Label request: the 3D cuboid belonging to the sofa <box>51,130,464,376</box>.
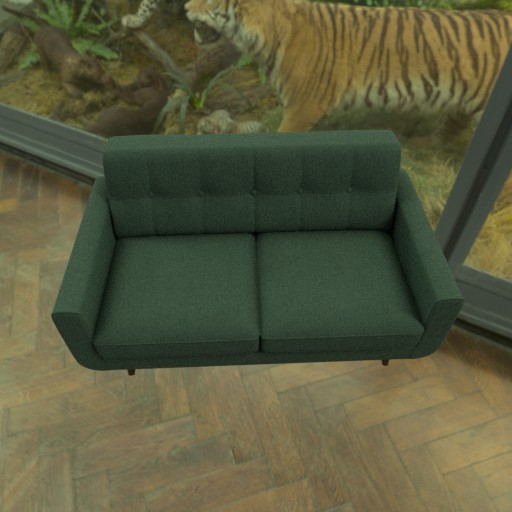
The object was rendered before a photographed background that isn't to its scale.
[{"bbox_3d":[0.000,0.000,2.124,1.631,0.841,0.909,-2,47,-2],"label":"sofa"}]
